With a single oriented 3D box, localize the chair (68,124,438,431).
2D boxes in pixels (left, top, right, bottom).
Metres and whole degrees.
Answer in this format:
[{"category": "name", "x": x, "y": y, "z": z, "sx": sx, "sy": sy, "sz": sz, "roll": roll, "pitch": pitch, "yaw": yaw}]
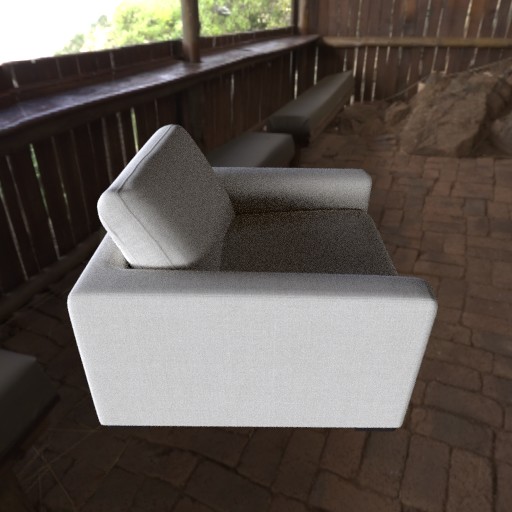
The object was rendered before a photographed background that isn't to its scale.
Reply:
[{"category": "chair", "x": 0.000, "y": 0.000, "z": 1.815, "sx": 1.100, "sy": 0.876, "sz": 1.070, "roll": 0, "pitch": 31, "yaw": 0}]
